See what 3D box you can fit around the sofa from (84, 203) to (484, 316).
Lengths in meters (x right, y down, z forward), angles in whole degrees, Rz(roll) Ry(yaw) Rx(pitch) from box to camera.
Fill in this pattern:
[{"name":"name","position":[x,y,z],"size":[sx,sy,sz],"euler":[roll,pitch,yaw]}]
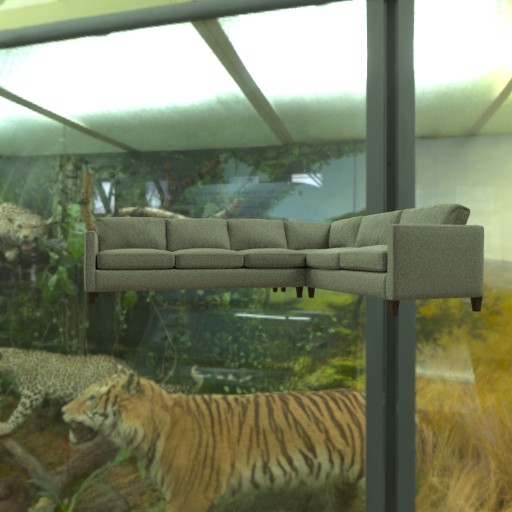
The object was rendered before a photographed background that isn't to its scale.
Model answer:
[{"name":"sofa","position":[0.000,0.000,4.460],"size":[3.302,0.947,2.593],"euler":[0,0,-18]}]
